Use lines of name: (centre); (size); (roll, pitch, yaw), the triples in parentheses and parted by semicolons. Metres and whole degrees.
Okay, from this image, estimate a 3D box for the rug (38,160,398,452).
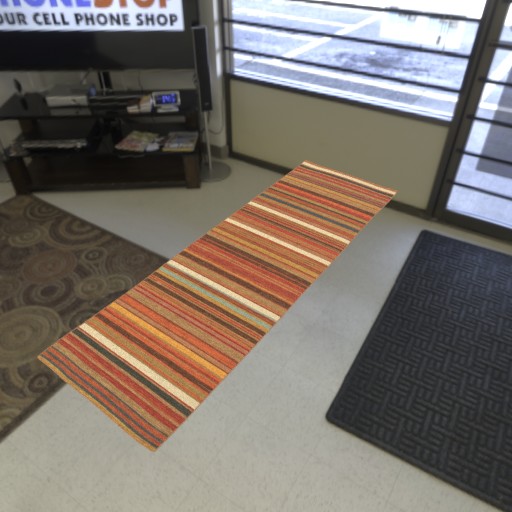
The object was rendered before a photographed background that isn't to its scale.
rug: (0.000, 0.000, 2.674); (0.799, 0.030, 2.444); (25, 46, 27)
